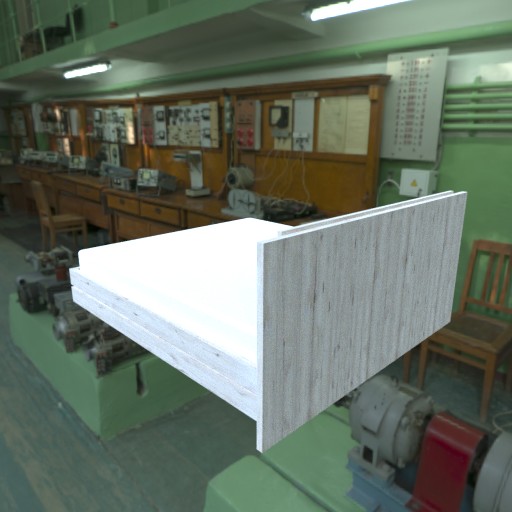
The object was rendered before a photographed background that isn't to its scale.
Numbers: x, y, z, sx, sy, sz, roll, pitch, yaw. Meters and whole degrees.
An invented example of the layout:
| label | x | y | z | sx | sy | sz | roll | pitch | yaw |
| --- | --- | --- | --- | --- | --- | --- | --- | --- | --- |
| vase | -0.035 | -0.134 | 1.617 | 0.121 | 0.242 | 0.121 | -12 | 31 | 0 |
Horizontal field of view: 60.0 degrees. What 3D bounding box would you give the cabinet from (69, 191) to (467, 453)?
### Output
| label | x | y | z | sx | sy | sz | roll | pitch | yaw |
| --- | --- | --- | --- | --- | --- | --- | --- | --- | --- |
| cabinet | 0.000 | 0.000 | 3.179 | 1.950 | 0.970 | 2.080 | -15 | 22 | -42 |
